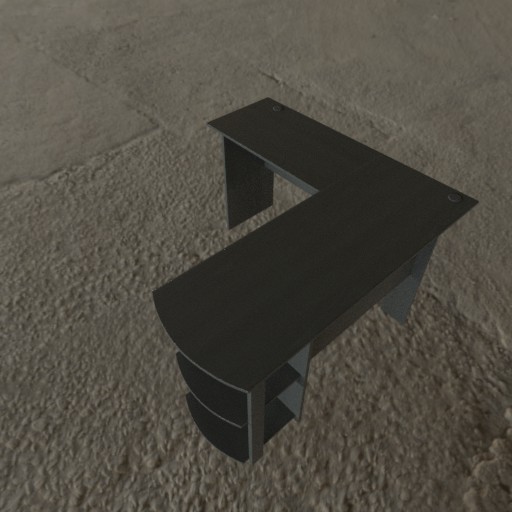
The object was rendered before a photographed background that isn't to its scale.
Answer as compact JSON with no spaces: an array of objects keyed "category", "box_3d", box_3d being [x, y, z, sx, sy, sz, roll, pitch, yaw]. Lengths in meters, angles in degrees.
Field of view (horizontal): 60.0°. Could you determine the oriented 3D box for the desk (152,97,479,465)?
[{"category":"desk","box_3d":[0.000,0.000,2.140,1.361,0.716,1.303,-33,53,-28]}]
